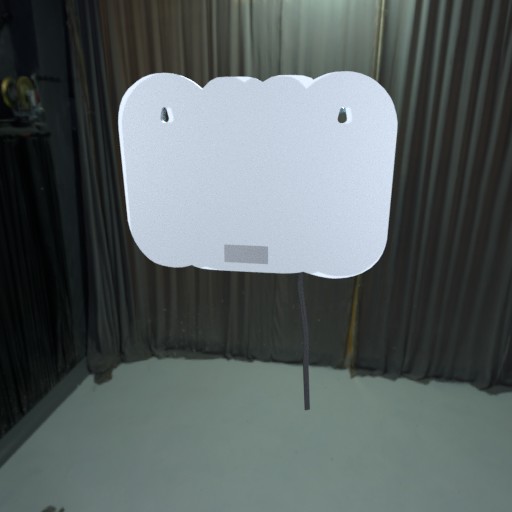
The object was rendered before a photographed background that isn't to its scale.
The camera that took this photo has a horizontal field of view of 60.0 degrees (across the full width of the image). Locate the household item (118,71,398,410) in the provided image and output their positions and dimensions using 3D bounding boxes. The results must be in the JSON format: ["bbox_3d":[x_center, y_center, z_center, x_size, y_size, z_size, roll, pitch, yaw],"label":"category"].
[{"bbox_3d":[0.000,0.000,0.386,0.211,0.294,0.042,3,19,8],"label":"household item"}]
